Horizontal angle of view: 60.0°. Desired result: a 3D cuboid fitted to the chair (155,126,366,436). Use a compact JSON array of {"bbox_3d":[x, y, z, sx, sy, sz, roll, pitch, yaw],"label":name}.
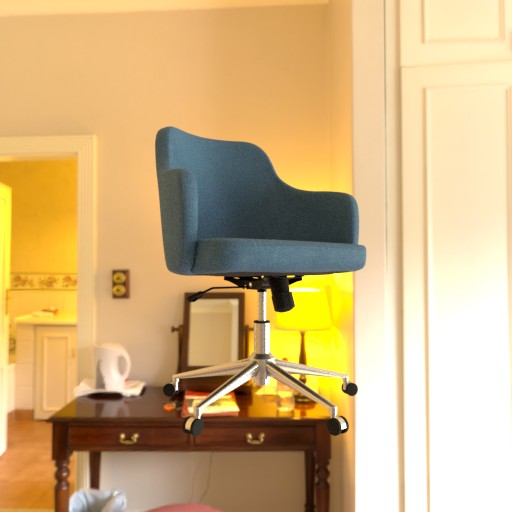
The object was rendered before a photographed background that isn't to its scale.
[{"bbox_3d":[0.000,0.000,1.261,0.599,0.820,0.655,1,-2,-36],"label":"chair"}]
